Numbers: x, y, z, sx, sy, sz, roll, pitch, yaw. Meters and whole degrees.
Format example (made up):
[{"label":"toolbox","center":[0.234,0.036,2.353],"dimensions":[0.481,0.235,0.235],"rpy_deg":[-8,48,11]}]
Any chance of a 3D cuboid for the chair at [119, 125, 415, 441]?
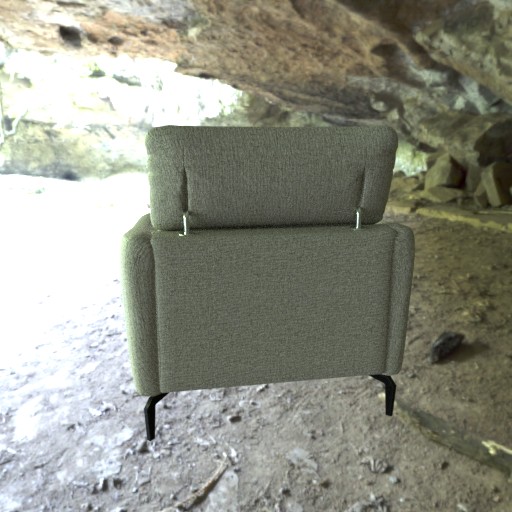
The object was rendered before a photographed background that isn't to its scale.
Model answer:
[{"label":"chair","center":[0.000,0.000,1.739],"dimensions":[0.972,0.967,0.835],"rpy_deg":[-2,15,-9]}]
